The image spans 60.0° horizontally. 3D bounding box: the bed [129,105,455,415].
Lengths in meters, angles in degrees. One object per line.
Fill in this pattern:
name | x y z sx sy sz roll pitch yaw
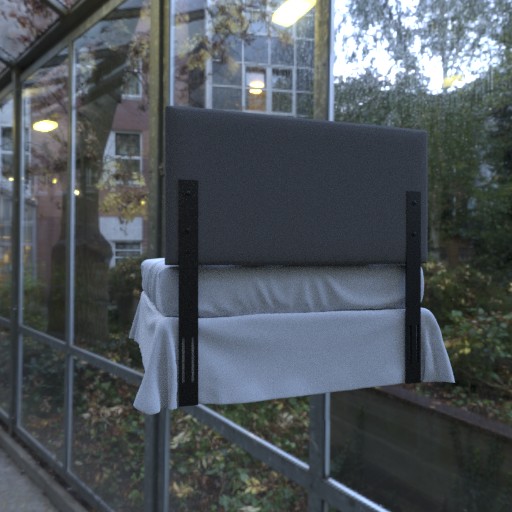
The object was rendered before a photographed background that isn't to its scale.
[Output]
bed | 0.000 0.000 3.504 1.936 1.577 2.222 0 0 -17
